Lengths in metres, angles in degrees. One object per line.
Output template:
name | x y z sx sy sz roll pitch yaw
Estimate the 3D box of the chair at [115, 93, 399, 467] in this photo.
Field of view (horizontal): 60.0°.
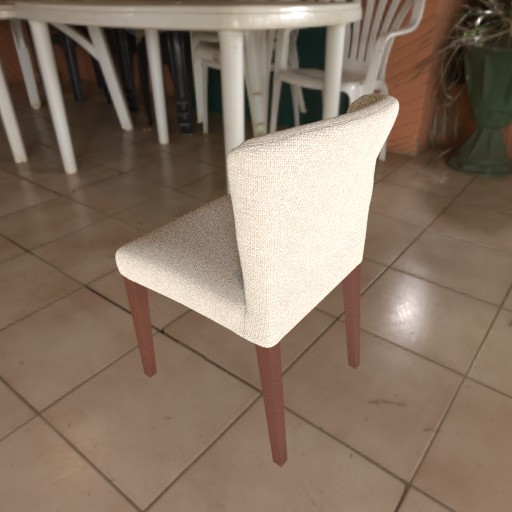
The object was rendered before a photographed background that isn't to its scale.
chair | 0.000 0.000 1.161 0.589 0.839 0.491 21 37 31
